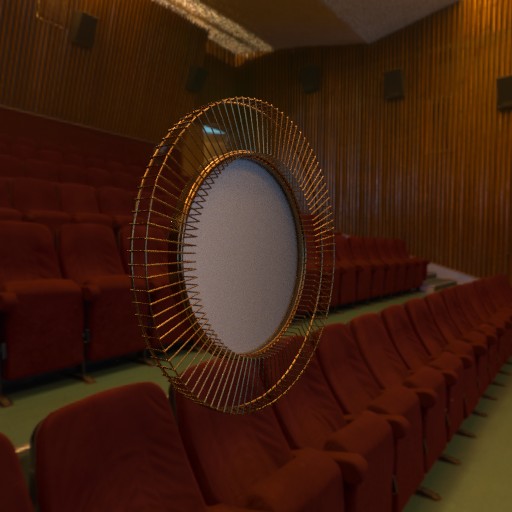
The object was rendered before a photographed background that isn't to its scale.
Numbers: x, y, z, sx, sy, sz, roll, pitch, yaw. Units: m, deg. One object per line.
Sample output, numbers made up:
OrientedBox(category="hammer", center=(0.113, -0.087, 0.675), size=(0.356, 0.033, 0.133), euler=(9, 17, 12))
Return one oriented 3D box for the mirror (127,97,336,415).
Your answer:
OrientedBox(category="mirror", center=(0.000, 0.000, 1.036), size=(0.067, 0.703, 0.703), euler=(1, 1, 36))
